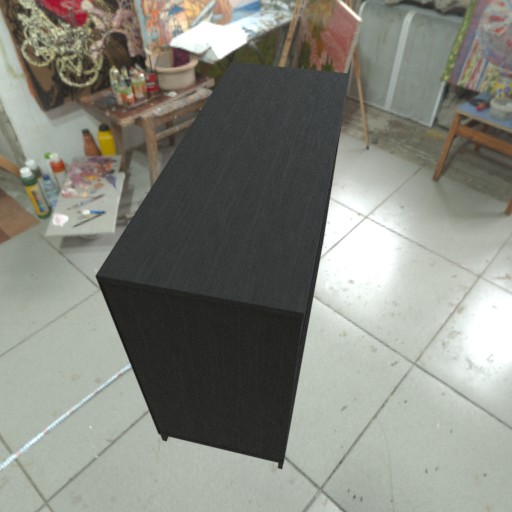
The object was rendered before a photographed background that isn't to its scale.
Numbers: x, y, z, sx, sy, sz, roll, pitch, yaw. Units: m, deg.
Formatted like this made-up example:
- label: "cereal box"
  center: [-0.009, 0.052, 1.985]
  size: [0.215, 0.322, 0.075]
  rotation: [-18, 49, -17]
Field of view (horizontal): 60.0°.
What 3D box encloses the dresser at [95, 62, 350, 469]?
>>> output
- label: "dresser"
  center: [0.000, 0.000, 1.446]
  size: [0.404, 0.816, 0.994]
  rotation: [9, 47, 9]
